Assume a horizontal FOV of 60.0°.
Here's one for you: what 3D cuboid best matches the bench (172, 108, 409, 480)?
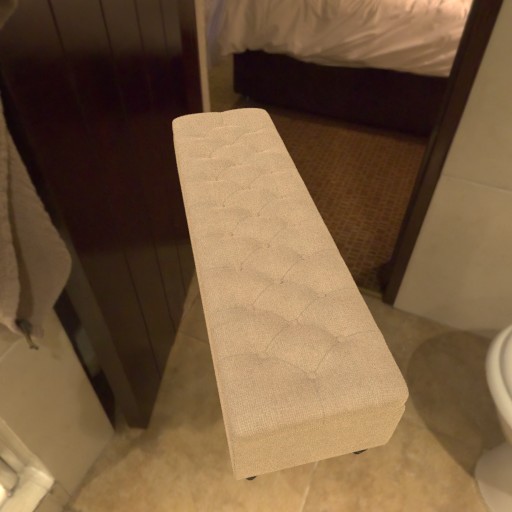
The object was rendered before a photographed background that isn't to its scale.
[{"bbox_3d":[0.000,0.000,1.670,0.455,0.467,1.480,-9,46,-9],"label":"bench"}]
